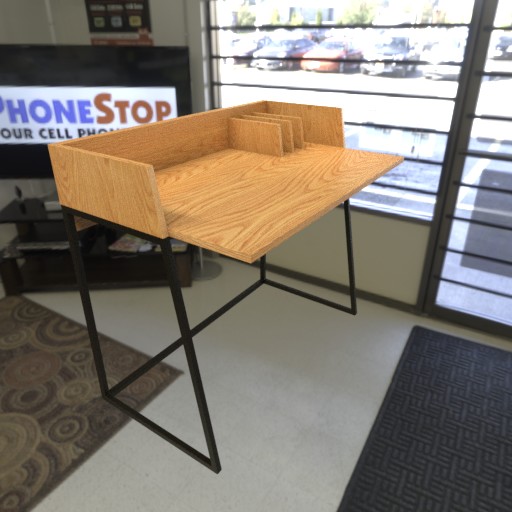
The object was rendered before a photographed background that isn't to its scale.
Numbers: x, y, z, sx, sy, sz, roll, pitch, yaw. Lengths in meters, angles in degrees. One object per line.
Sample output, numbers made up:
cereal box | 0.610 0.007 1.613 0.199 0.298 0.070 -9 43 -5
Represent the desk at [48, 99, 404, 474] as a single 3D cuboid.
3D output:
desk | 0.000 0.000 1.861 0.769 1.061 1.191 18 32 31
